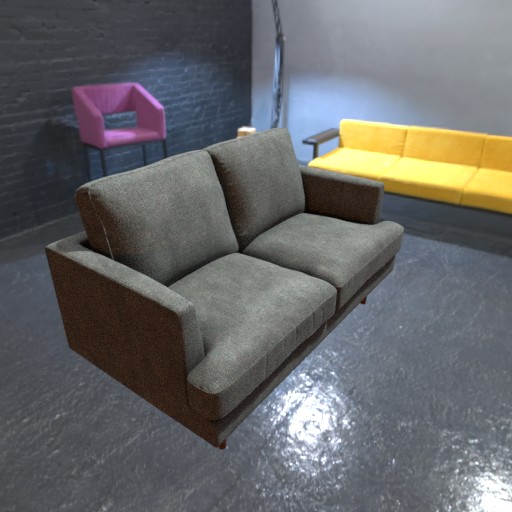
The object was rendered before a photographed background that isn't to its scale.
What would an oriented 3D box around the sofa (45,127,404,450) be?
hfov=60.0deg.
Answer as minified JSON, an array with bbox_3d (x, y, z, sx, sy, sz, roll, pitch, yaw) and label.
[{"bbox_3d":[0.000,0.000,2.120,0.903,0.956,1.582,19,33,32],"label":"sofa"}]
